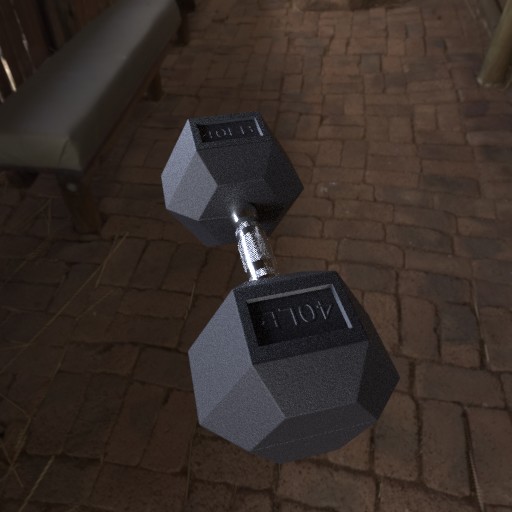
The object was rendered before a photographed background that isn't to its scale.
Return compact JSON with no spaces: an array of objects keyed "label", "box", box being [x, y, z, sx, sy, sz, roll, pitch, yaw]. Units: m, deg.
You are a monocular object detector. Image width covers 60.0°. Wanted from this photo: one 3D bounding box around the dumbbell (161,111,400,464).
[{"label":"dumbbell","box":[0.000,0.000,0.434,0.157,0.137,0.361,-10,47,-9]}]
